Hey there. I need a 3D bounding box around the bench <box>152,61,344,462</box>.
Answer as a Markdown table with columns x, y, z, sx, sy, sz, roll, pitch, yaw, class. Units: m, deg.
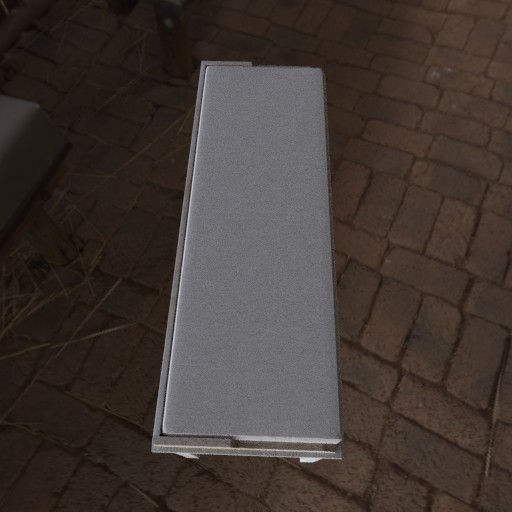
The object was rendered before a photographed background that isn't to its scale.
| x | y | z | sx | sy | sz | roll | pitch | yaw | class |
| --- | --- | --- | --- | --- | --- | --- | --- | --- | --- |
| 0.000 | 0.000 | 1.363 | 0.398 | 0.501 | 1.140 | 2 | 63 | 1 | bench |
